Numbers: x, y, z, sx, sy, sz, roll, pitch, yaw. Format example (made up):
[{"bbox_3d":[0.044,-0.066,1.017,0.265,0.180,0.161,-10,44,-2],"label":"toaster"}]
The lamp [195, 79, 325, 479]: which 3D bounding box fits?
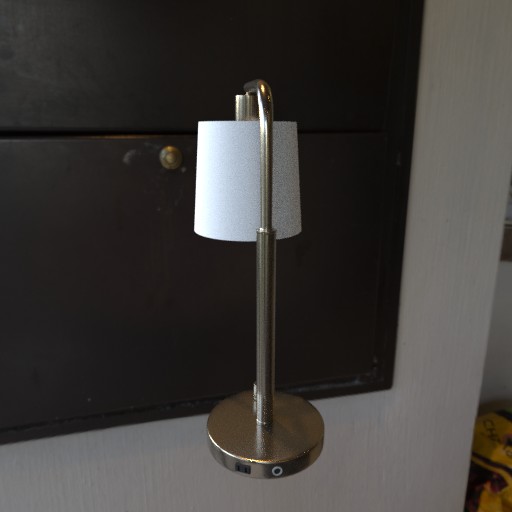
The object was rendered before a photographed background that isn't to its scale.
[{"bbox_3d":[0.000,0.000,0.645,0.171,0.489,0.333,-2,15,-9],"label":"lamp"}]
